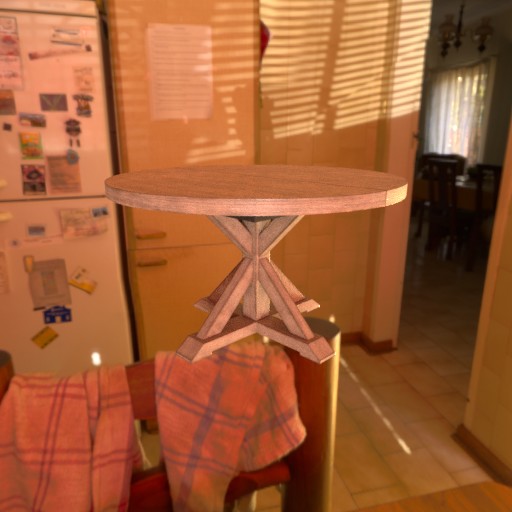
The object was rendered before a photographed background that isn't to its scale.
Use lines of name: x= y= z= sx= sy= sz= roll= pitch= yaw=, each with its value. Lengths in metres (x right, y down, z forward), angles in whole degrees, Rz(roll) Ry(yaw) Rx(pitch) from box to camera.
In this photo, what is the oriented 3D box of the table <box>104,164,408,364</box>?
table: x=0.000 y=0.000 z=2.198 sx=1.363 sy=0.781 sz=1.363 roll=0 pitch=16 yaw=0
